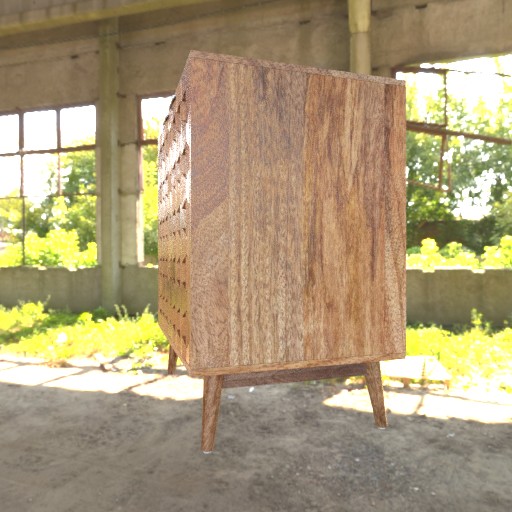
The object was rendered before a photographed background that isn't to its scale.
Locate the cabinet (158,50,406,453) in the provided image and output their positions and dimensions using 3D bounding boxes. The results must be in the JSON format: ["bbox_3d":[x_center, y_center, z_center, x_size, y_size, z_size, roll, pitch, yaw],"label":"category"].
[{"bbox_3d":[0.000,0.000,1.190,0.473,0.758,0.647,0,0,-18],"label":"cabinet"}]
